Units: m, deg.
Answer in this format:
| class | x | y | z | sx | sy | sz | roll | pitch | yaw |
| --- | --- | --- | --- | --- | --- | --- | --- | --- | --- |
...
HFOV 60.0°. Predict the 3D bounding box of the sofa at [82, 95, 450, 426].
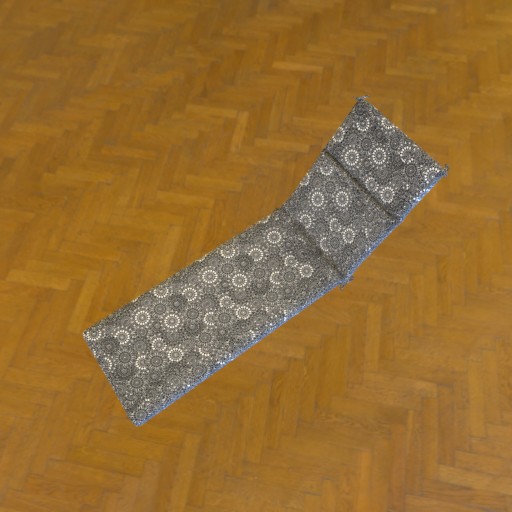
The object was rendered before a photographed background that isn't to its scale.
| class | x | y | z | sx | sy | sz | roll | pitch | yaw |
| --- | --- | --- | --- | --- | --- | --- | --- | --- | --- |
| sofa | 0.000 | 0.000 | 1.986 | 1.663 | 0.622 | 0.582 | -33 | 68 | -15 |
